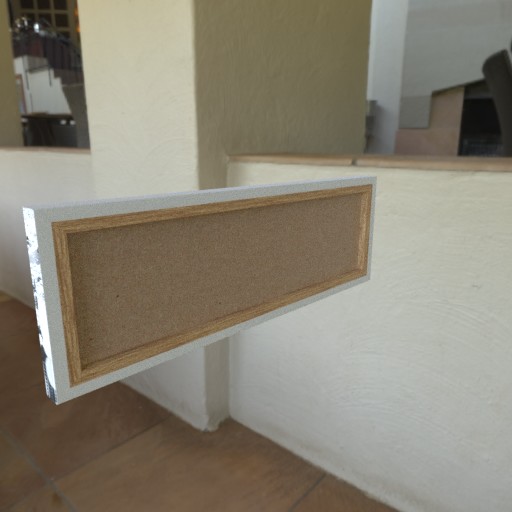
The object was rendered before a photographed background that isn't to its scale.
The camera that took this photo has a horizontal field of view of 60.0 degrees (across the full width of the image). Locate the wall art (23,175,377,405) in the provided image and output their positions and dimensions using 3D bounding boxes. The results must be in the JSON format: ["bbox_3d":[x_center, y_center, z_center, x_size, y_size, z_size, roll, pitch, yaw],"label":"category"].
[{"bbox_3d":[0.000,0.000,0.816,0.038,0.255,0.763,14,20,43],"label":"wall art"}]
